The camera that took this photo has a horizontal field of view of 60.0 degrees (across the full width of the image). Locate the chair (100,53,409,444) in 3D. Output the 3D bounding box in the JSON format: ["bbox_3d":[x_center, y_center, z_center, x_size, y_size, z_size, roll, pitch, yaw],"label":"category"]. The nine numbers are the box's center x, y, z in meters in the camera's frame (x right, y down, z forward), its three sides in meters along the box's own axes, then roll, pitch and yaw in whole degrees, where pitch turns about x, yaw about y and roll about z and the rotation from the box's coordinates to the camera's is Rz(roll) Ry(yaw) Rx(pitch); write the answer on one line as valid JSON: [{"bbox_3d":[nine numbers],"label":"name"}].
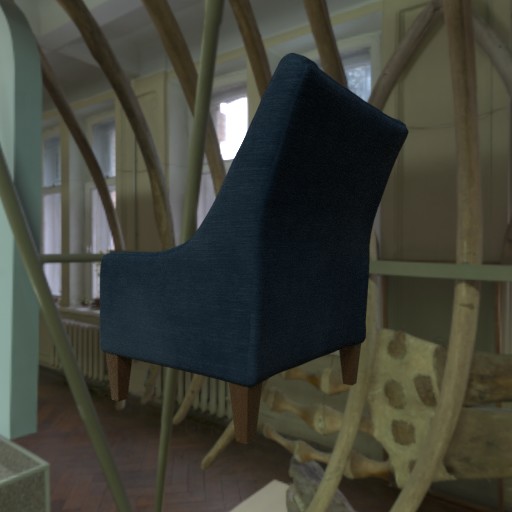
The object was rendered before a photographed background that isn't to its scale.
[{"bbox_3d":[0.000,0.000,1.615,0.870,1.014,0.774,0,1,37],"label":"chair"}]
